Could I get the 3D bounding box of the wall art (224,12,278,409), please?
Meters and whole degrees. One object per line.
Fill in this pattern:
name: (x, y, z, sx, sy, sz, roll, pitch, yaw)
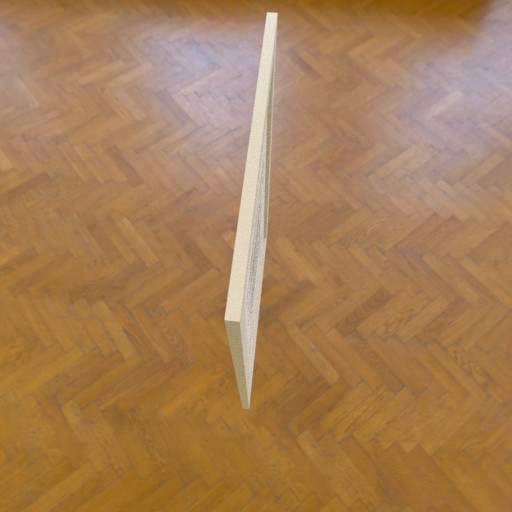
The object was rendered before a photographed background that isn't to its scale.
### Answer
wall art: (0.000, 0.000, 0.679, 0.013, 0.533, 0.381, 5, 64, 3)
